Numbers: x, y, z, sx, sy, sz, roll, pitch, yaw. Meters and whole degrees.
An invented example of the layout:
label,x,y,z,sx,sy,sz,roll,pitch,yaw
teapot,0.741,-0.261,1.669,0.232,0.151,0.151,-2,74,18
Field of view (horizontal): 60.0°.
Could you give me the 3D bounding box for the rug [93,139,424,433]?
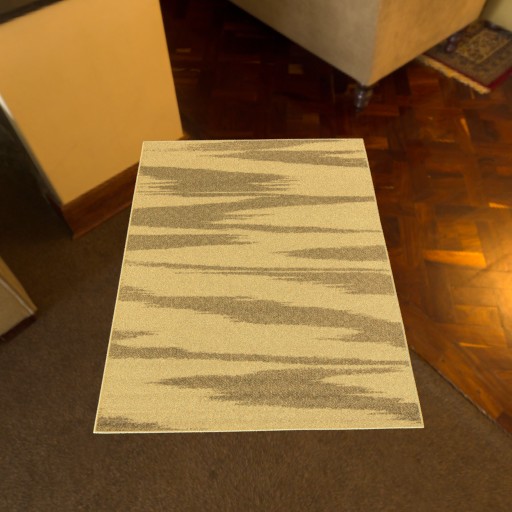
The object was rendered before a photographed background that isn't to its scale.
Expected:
label,x,y,z,sx,sy,sz,roll,pitch,yaw
rug,0.000,0.000,3.935,2.353,0.014,2.945,-1,57,-1
